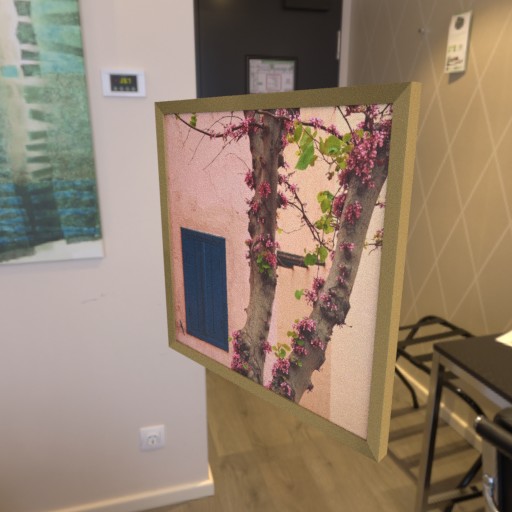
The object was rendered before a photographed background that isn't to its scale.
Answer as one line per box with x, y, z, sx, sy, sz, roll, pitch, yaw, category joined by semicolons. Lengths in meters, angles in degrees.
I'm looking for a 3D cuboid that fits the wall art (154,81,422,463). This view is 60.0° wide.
0.000;0.000;1.112;0.762;0.762;0.038;15;21;42;wall art
